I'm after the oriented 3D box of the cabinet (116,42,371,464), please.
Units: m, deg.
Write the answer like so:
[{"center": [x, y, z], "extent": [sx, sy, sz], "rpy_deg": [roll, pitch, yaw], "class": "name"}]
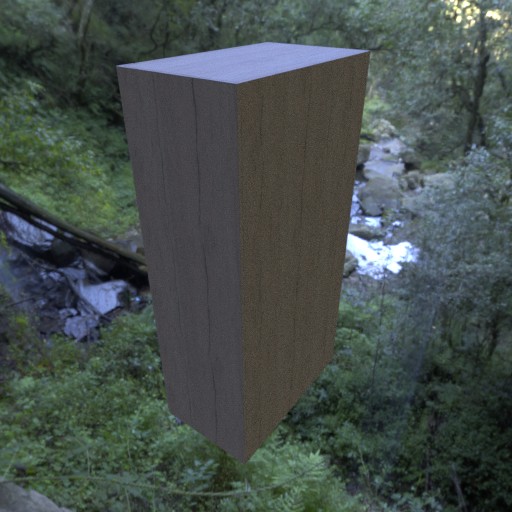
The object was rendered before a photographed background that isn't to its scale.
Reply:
[{"center": [0.000, 0.000, 2.342], "extent": [0.580, 1.930, 0.980], "rpy_deg": [21, 37, 31], "class": "cabinet"}]
